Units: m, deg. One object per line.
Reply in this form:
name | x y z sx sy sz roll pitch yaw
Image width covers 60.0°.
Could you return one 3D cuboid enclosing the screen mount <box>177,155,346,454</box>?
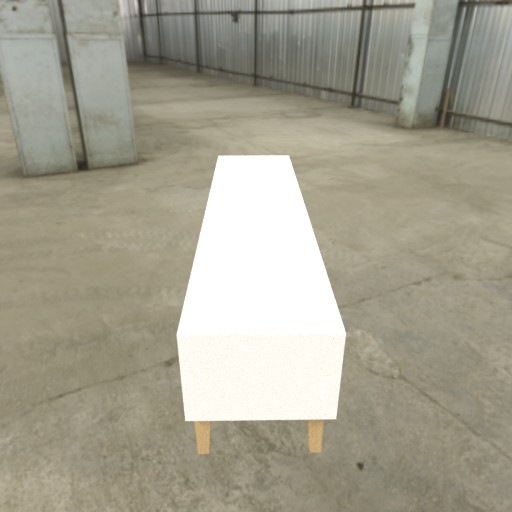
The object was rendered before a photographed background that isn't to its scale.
screen mount | 0.000 0.000 1.872 0.399 0.432 1.644 0 27 -1
